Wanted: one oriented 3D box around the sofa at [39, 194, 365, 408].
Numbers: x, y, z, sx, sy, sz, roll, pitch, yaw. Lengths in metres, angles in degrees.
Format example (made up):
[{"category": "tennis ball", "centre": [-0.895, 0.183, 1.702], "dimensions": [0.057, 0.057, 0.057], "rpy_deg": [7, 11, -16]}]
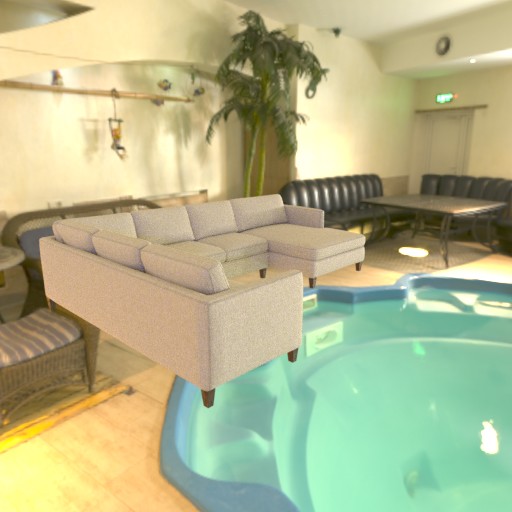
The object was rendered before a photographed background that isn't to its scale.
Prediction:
[{"category": "sofa", "centre": [0.000, 0.000, 4.589], "dimensions": [2.551, 0.889, 3.403], "rpy_deg": [14, 20, 43]}]
